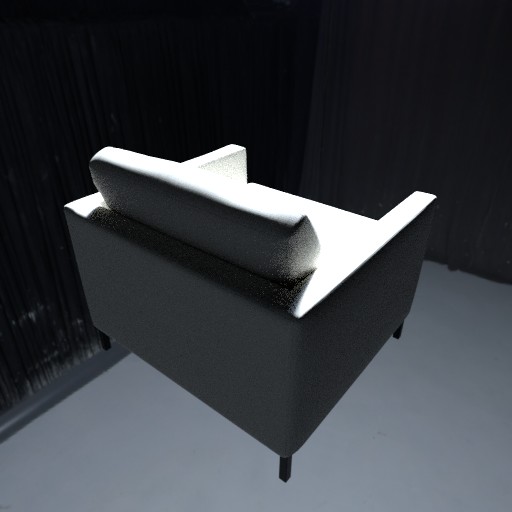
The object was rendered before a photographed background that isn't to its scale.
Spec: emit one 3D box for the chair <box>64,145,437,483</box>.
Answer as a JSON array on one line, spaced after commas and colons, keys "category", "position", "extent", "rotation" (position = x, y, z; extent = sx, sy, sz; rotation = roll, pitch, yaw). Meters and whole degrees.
[{"category": "chair", "position": [0.000, 0.000, 1.595], "extent": [0.964, 0.806, 0.875], "rotation": [23, 38, 32]}]
